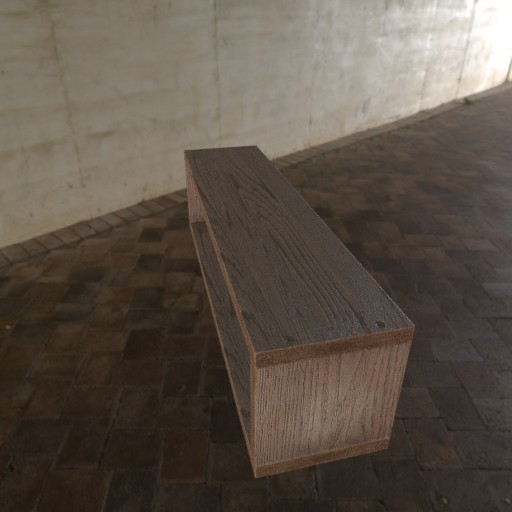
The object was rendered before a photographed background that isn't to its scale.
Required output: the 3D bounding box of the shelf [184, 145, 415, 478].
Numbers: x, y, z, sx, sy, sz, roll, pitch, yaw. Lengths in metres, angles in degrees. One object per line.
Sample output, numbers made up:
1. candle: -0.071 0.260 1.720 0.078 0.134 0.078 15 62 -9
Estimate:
1. shelf: 0.000 0.000 0.687 0.150 0.170 0.610 -7 30 -12
